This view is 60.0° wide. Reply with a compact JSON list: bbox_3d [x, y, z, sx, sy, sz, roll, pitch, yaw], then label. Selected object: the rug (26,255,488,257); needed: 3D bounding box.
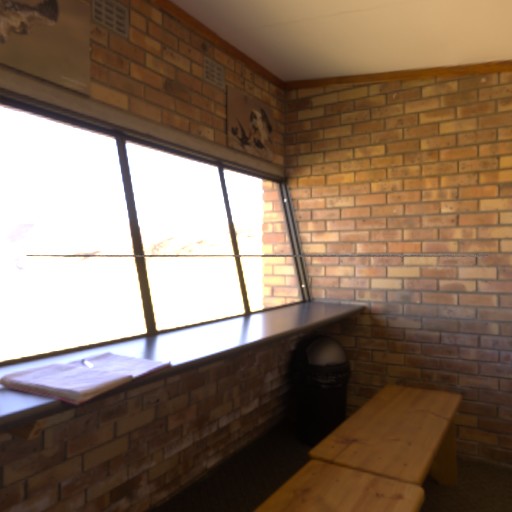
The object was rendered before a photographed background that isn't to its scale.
[{"bbox_3d":[0.000,0.000,2.716,2.446,0.011,0.768,0,0,0],"label":"rug"}]
